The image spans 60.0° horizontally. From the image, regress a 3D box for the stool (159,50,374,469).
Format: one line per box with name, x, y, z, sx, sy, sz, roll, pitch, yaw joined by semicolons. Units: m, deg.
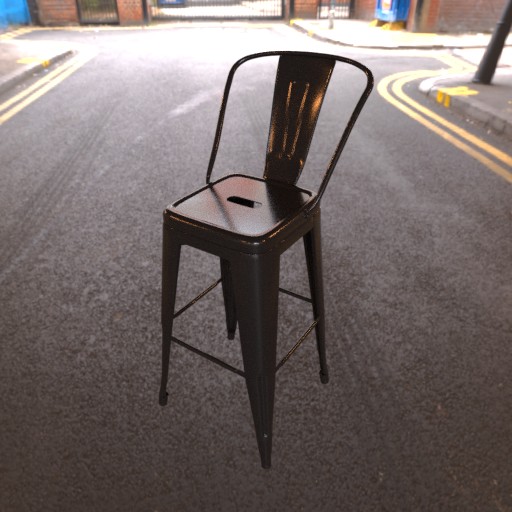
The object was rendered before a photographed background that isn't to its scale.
stool;0.000;0.000;1.272;0.432;1.022;0.528;19;37;28
